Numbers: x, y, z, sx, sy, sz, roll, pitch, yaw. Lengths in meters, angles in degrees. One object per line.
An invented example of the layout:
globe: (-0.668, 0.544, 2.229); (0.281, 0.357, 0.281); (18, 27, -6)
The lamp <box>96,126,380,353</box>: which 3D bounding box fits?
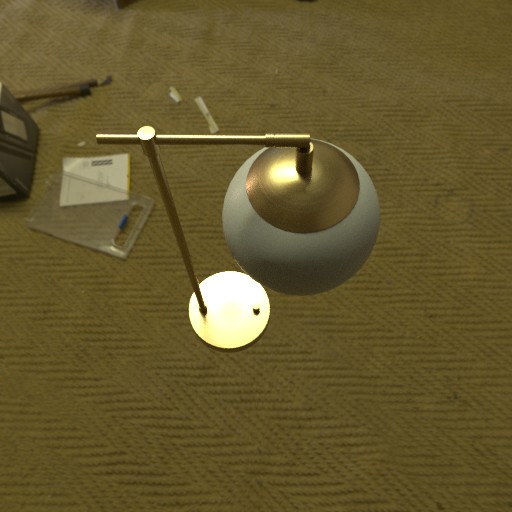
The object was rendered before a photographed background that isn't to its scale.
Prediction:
lamp: (0.000, 0.000, 0.695); (0.324, 0.559, 0.207); (0, 64, 0)
